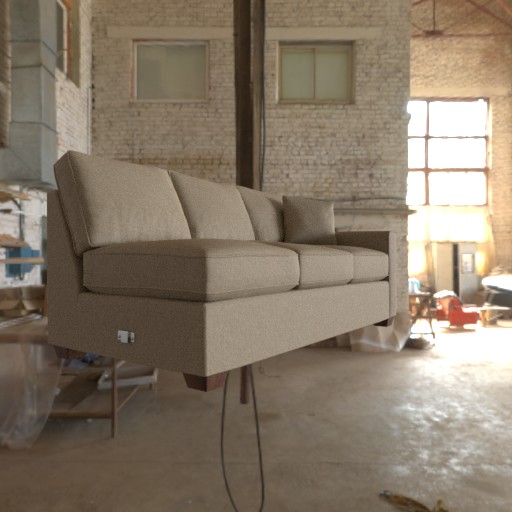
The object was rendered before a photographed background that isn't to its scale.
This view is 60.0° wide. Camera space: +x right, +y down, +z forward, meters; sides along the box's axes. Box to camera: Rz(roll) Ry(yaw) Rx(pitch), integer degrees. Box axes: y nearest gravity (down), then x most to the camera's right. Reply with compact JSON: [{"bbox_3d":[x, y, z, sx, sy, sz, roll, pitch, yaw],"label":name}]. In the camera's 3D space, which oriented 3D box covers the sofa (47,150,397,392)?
[{"bbox_3d":[0.000,0.000,2.538,1.034,0.946,1.963,0,0,36],"label":"sofa"}]
